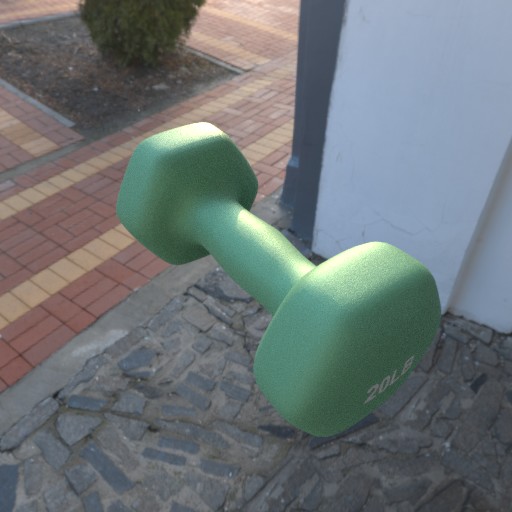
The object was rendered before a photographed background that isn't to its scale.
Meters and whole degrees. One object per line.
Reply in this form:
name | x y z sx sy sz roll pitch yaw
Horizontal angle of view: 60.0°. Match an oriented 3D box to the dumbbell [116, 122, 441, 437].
dumbbell | 0.000 0.000 0.329 0.129 0.117 0.260 -25 47 -26
